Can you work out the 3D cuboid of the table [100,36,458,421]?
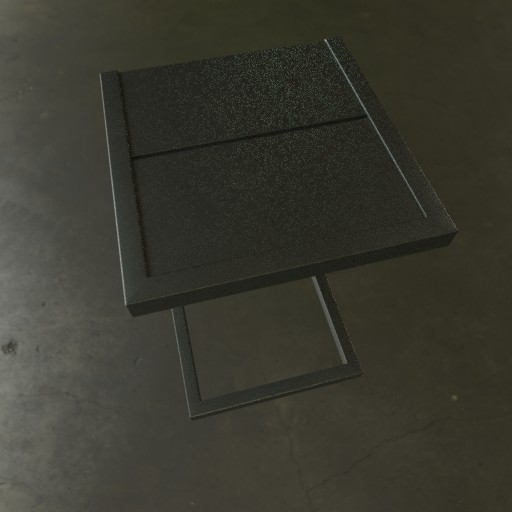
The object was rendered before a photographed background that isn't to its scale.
[{"bbox_3d":[0.000,0.000,0.880,0.405,0.609,0.420,-12,59,-7],"label":"table"}]
